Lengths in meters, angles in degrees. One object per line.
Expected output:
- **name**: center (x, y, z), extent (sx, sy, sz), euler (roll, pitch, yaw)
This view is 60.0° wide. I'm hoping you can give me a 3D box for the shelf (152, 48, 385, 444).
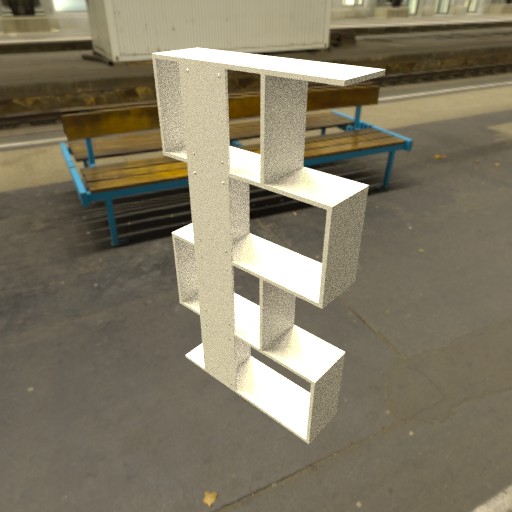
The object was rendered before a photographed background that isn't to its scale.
- **shelf**: center (0.000, 0.000, 2.027), extent (0.890, 1.650, 0.250), euler (24, 39, 34)
